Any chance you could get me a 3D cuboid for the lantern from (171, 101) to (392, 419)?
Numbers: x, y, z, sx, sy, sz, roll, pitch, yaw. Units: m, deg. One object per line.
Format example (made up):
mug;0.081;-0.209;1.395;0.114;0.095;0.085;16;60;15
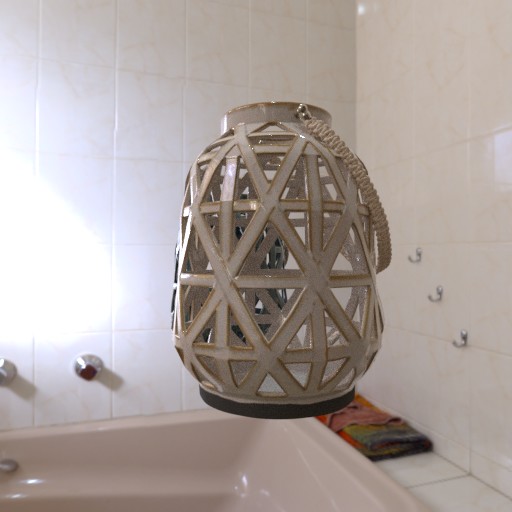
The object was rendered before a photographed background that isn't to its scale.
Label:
lantern;0.000;0.000;0.603;0.245;0.307;0.439;0;0;-17
